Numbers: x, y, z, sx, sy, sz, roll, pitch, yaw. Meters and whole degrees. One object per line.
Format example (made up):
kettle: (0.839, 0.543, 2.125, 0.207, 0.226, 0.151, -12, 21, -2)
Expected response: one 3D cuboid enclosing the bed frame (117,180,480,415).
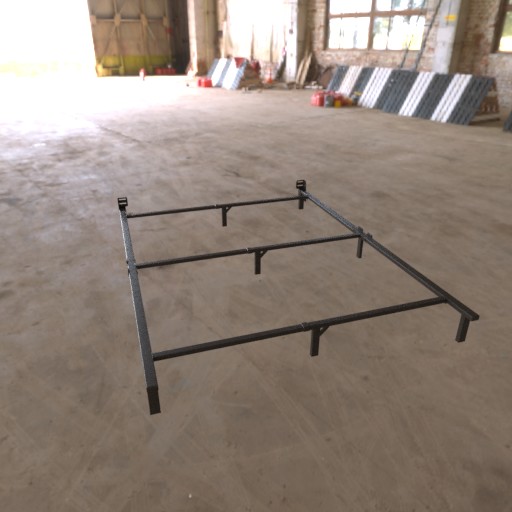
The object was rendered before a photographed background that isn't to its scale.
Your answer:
bed frame: (0.000, 0.000, 2.672, 1.498, 0.248, 1.990, -8, 27, -16)
